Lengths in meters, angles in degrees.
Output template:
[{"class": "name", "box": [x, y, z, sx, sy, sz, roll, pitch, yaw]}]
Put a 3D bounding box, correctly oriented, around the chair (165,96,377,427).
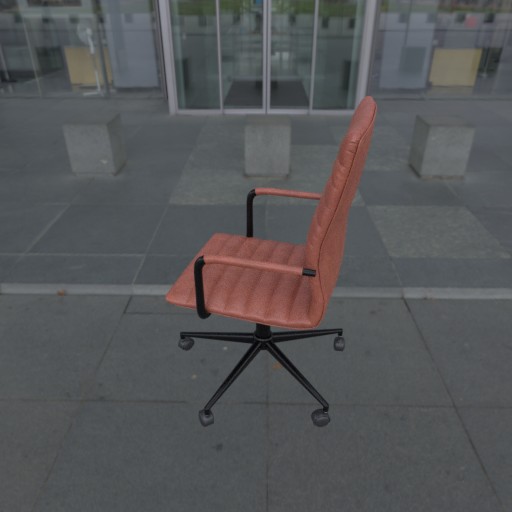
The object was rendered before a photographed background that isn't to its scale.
[{"class": "chair", "box": [0.000, 0.000, 1.314, 0.578, 0.878, 0.600, 8, 32, 14]}]
